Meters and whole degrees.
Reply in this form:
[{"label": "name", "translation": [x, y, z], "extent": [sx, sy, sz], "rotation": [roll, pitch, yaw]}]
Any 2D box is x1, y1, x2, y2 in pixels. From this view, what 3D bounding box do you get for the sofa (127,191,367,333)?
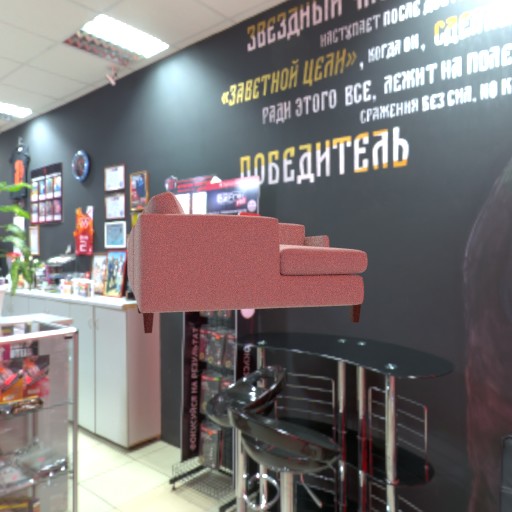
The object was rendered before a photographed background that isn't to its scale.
[{"label": "sofa", "translation": [0.000, 0.000, 4.741], "extent": [2.593, 0.956, 3.459], "rotation": [0, 0, -17]}]
